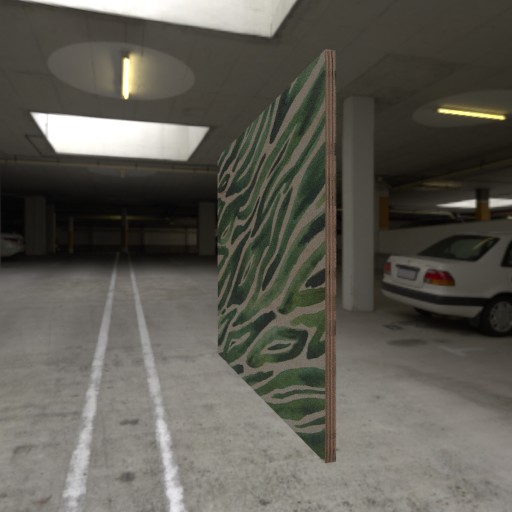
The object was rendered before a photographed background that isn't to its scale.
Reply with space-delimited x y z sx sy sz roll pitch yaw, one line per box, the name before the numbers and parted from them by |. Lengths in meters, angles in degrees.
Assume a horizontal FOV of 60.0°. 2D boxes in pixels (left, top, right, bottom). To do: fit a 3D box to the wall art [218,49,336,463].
wall art | 0.000 0.000 0.681 0.012 0.408 0.508 0 0 -17
